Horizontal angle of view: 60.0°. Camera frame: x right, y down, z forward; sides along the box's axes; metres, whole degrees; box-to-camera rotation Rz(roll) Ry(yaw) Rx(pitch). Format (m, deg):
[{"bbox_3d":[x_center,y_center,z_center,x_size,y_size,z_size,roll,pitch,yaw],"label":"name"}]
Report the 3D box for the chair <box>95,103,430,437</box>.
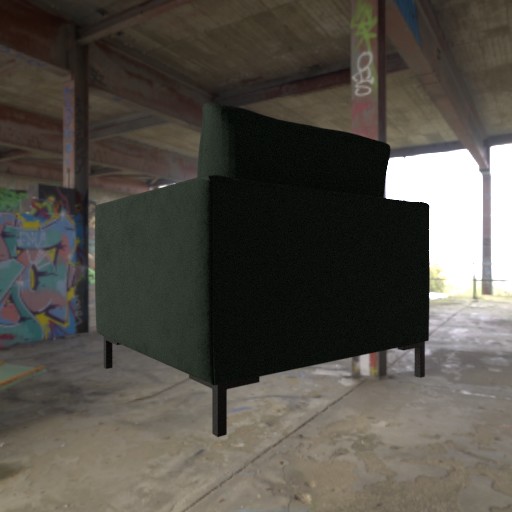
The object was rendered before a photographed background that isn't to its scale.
[{"bbox_3d":[0.000,0.000,1.650,0.963,0.861,0.866,0,0,-37],"label":"chair"}]
